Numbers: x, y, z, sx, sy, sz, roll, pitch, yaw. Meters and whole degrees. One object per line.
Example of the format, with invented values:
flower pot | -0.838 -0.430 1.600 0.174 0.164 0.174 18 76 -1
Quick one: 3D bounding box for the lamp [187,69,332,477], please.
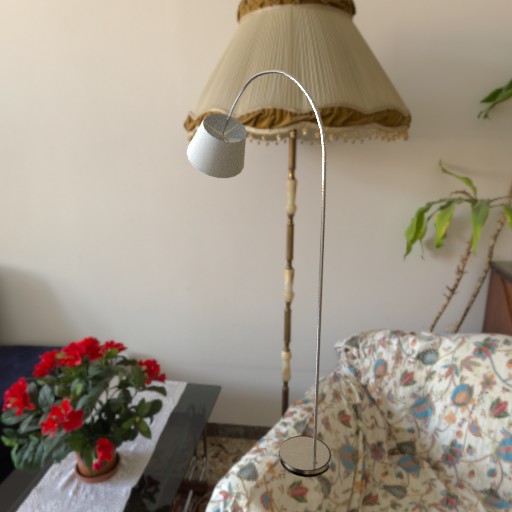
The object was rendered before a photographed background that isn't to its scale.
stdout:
lamp | 0.000 0.000 2.727 0.406 2.098 1.445 -8 17 -28
